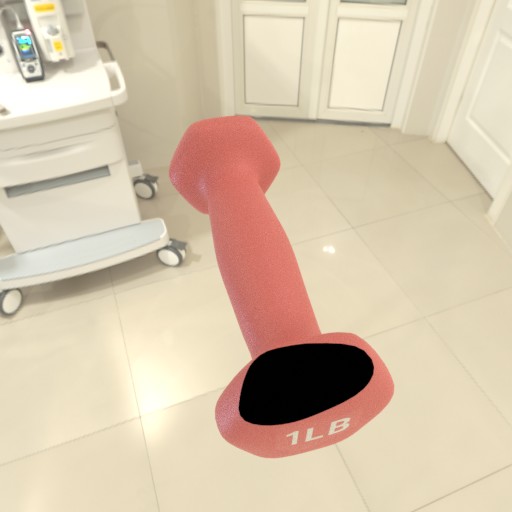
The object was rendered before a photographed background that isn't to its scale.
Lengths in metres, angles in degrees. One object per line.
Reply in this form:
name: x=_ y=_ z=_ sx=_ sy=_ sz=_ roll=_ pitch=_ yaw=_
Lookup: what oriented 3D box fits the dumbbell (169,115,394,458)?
dumbbell: x=0.000 y=0.000 z=0.149 sx=0.047 sy=0.043 sz=0.123 roll=-10 pitch=47 yaw=-10
